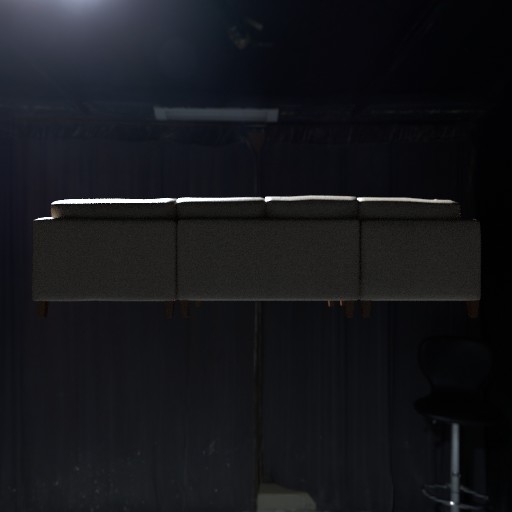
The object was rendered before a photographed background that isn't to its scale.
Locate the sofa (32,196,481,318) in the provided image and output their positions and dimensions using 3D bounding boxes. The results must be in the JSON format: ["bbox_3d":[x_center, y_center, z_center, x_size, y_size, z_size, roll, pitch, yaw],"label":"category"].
[{"bbox_3d":[0.000,0.000,4.636,3.460,0.961,2.594,0,0,0],"label":"sofa"}]
